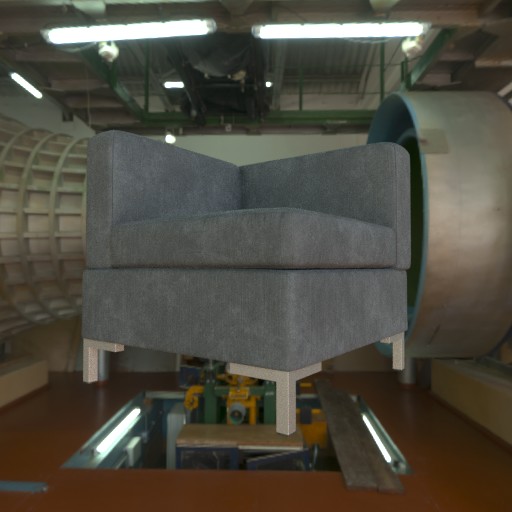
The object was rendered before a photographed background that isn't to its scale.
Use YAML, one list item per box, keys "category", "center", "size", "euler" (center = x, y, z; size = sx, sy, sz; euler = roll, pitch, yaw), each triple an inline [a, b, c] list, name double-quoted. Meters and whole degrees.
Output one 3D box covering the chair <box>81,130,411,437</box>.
- category: "chair"
  center: [0.000, 0.000, 1.225]
  size: [0.680, 0.660, 0.680]
  euler: [-1, -2, 36]
